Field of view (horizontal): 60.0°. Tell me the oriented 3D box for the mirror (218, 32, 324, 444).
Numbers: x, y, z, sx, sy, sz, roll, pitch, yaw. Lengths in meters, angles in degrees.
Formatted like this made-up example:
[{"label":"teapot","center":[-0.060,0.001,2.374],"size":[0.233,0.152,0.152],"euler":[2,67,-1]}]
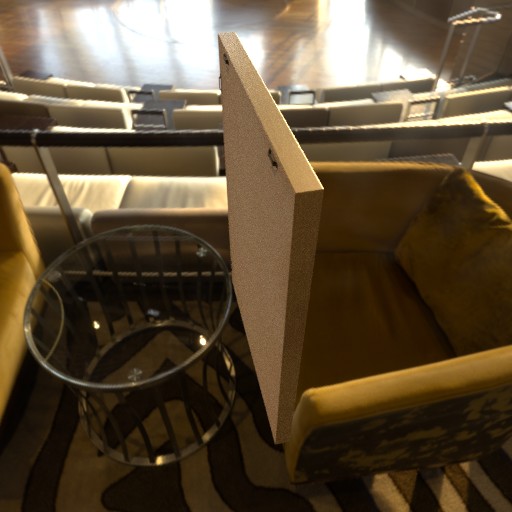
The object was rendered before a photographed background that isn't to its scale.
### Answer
[{"label":"mirror","center":[0.000,0.000,0.924],"size":[0.039,0.710,0.507],"euler":[-10,46,-9]}]
